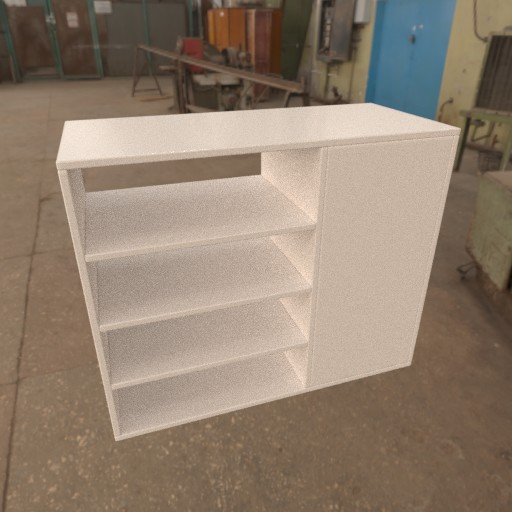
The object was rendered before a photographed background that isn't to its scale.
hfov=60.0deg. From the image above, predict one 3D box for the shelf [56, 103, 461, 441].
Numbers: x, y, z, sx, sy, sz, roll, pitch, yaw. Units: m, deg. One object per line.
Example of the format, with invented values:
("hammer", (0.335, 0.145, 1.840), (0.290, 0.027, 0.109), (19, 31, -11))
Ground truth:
("shelf", (0.000, 0.000, 1.261), (0.895, 0.732, 0.396), (-9, 29, -16))
